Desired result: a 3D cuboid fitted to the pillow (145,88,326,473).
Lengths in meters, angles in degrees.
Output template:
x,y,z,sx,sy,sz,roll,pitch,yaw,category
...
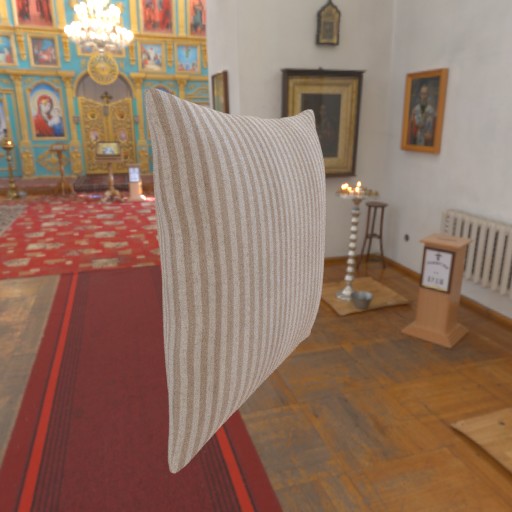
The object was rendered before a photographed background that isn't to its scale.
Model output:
x,y,z,sx,sy,sz,roll,pitch,yaw,category
0.000,0.000,0.773,0.166,0.510,0.523,8,17,26,pillow
